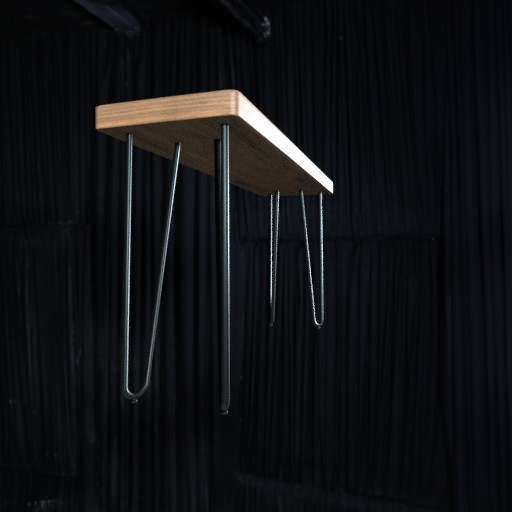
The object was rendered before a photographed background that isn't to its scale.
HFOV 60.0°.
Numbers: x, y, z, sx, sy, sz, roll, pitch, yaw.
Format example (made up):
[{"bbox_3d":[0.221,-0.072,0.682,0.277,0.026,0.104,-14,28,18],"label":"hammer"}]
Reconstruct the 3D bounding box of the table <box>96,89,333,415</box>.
[{"bbox_3d":[0.000,0.000,1.893,0.425,0.834,1.570,0,1,18],"label":"table"}]
